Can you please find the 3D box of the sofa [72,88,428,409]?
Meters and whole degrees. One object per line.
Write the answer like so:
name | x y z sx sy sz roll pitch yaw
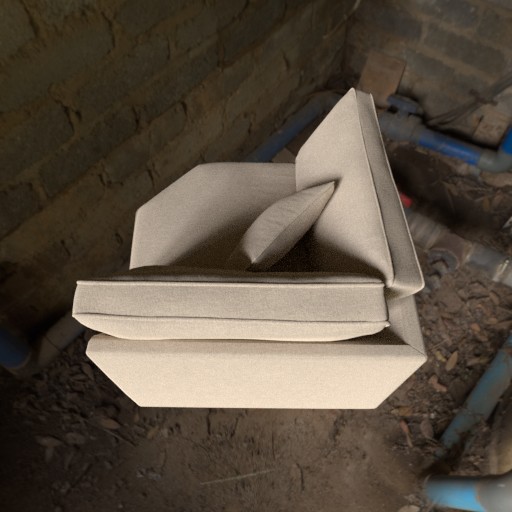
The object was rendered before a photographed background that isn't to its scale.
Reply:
sofa | 0.000 0.000 1.827 1.042 0.937 1.050 0 59 0
